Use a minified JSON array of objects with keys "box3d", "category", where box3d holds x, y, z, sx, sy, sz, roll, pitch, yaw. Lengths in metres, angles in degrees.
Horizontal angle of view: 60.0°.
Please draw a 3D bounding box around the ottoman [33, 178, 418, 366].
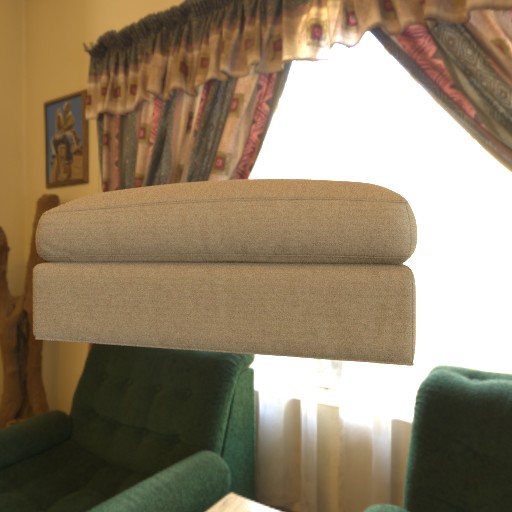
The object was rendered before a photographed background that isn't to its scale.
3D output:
[{"box3d":[0.000,0.000,1.589,1.041,0.470,1.041,0,0,17],"category":"ottoman"}]
